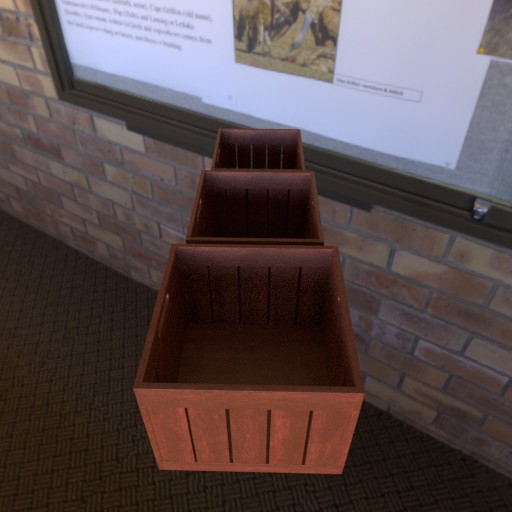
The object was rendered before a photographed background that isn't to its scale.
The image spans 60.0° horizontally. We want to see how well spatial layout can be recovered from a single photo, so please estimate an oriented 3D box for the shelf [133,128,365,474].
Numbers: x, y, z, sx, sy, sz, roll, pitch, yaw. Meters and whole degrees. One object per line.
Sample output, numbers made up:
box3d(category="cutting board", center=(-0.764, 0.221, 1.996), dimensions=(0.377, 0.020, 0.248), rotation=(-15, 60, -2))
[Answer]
box3d(category="shelf", center=(0.000, 0.000, 1.256), dimensions=(0.393, 0.311, 1.064), rotation=(1, 41, 1))
